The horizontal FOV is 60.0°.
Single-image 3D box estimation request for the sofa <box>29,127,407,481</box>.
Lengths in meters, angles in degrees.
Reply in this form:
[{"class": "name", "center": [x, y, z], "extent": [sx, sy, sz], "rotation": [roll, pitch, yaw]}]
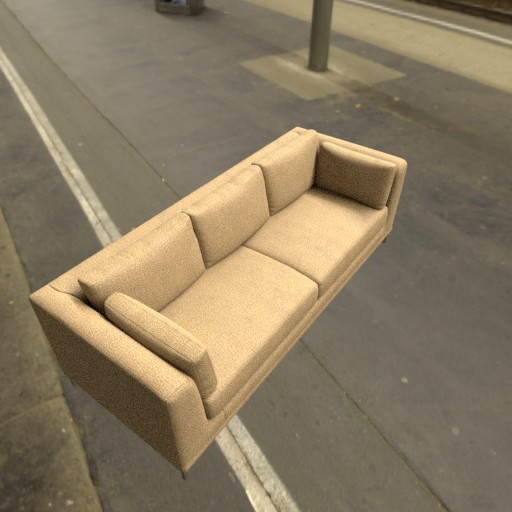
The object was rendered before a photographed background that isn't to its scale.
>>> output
[{"class": "sofa", "center": [0.000, 0.000, 2.864], "extent": [0.969, 0.867, 2.415], "rotation": [26, 47, 27]}]
